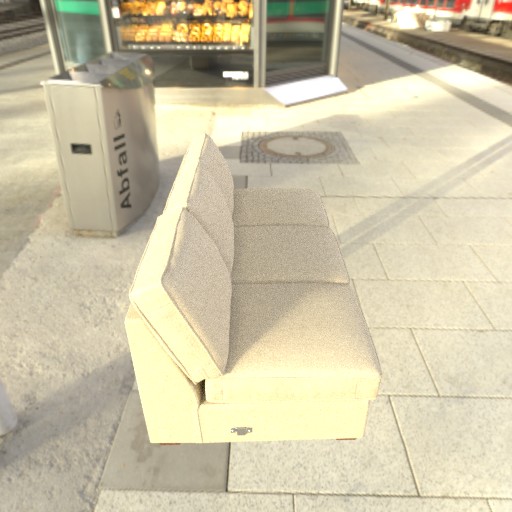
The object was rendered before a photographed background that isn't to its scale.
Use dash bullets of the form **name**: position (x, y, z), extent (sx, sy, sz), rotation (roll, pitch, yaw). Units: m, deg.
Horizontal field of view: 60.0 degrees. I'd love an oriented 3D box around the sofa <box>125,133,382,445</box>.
- **sofa**: position (0.000, 0.000, 2.604), extent (1.027, 0.973, 1.962), rotation (-1, 31, -1)
